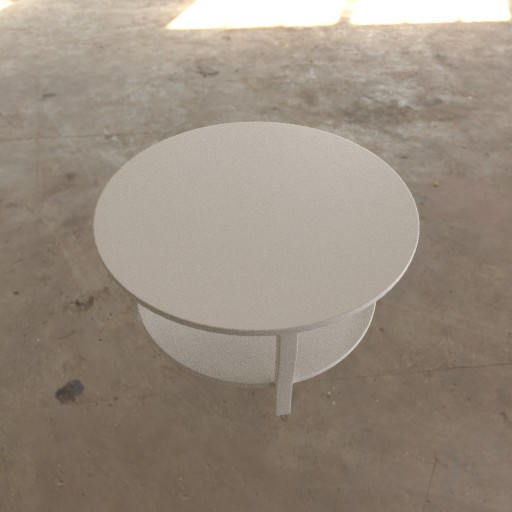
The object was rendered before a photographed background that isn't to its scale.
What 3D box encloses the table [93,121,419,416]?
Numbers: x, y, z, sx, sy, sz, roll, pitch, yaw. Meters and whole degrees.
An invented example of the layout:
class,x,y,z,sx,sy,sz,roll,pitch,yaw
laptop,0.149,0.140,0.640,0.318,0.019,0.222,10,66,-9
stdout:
class,x,y,z,sx,sy,sz,roll,pitch,yaw
table,0.000,0.000,1.435,0.910,0.457,0.910,0,45,0
